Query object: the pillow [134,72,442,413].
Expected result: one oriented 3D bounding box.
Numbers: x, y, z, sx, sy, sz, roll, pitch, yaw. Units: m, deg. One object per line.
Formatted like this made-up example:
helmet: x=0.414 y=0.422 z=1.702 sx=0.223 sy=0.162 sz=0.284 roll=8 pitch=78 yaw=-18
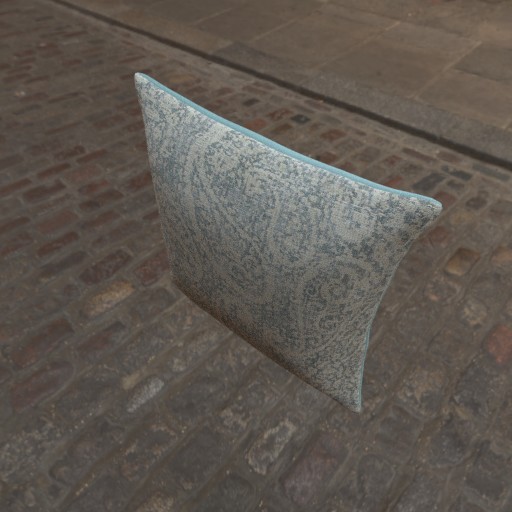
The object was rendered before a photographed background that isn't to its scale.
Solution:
pillow: x=0.000 y=0.000 z=0.781 sx=0.526 sy=0.507 sz=0.166 roll=31 pitch=54 yaw=26
